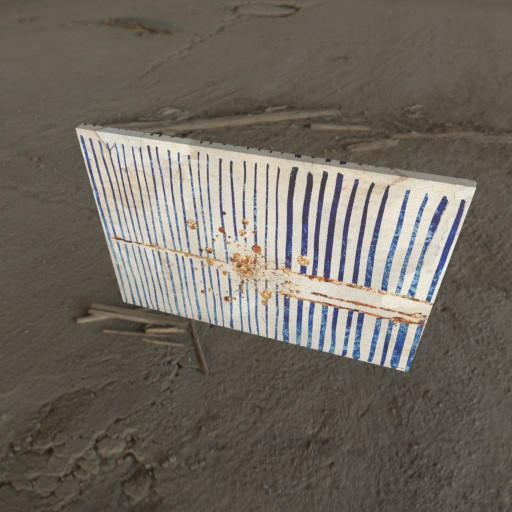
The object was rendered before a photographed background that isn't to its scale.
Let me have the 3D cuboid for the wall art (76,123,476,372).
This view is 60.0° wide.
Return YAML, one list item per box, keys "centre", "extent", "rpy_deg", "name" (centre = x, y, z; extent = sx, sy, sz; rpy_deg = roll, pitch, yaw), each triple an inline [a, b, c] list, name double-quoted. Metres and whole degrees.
- centre: [0.000, 0.000, 1.475]
  extent: [1.143, 0.757, 0.038]
  rpy_deg: [12, 41, 13]
  name: "wall art"
